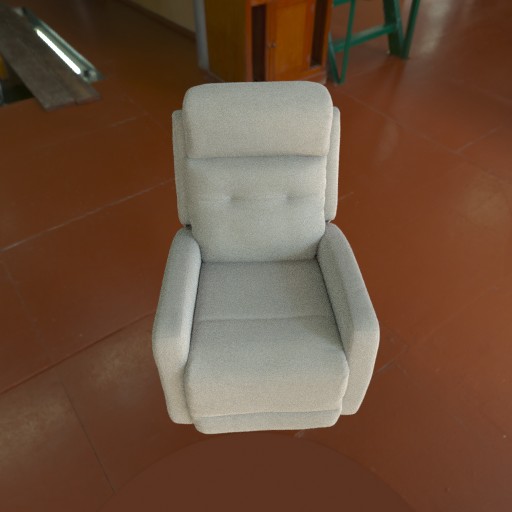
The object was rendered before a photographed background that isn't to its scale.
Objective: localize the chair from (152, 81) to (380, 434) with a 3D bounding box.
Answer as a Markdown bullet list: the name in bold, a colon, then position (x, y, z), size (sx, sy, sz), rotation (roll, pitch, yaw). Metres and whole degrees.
- **chair**: position (0.000, 0.000, 1.744), size (0.798, 1.013, 1.043), rotation (-2, 47, -2)
